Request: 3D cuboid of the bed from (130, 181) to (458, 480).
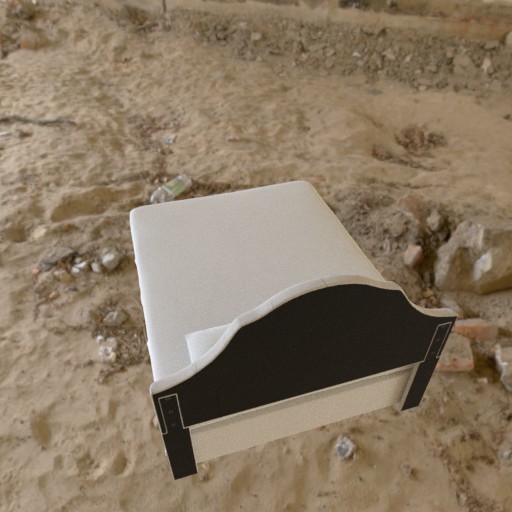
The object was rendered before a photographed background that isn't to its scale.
[{"bbox_3d":[0.000,0.000,3.685,2.039,1.617,2.477,-11,42,-13],"label":"bed"}]
